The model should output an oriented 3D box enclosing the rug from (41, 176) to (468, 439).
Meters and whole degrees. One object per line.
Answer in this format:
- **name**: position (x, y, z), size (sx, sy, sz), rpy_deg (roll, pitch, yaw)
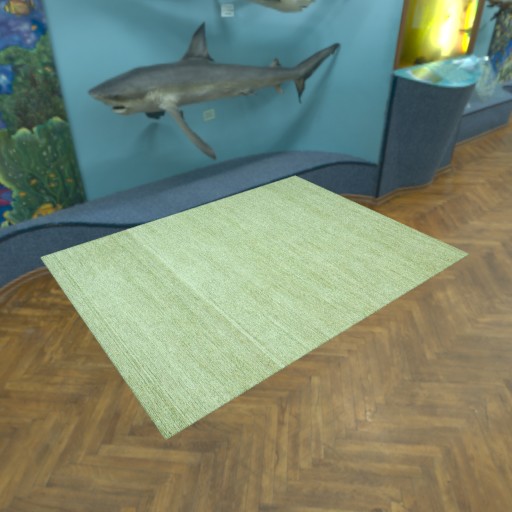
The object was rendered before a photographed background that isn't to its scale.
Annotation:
- **rug**: position (0.000, 0.000, 4.152), size (3.198, 0.016, 2.425), rpy_deg (-23, 39, -31)
